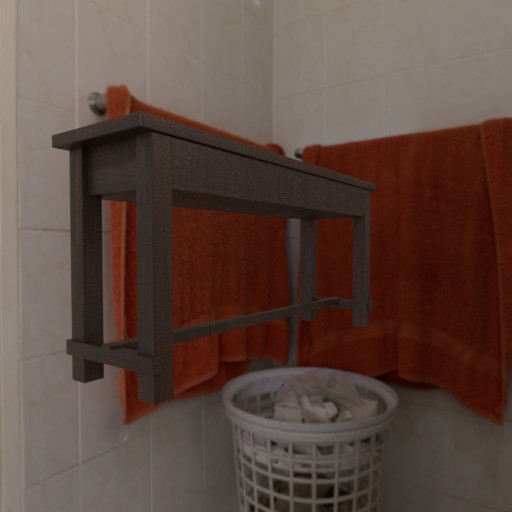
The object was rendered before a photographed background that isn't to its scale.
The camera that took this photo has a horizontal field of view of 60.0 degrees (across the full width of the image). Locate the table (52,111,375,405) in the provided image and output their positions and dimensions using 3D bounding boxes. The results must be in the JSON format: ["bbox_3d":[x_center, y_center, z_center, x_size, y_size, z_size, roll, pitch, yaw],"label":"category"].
[{"bbox_3d":[0.000,0.000,1.895,0.442,0.762,1.599,1,1,36],"label":"table"}]
